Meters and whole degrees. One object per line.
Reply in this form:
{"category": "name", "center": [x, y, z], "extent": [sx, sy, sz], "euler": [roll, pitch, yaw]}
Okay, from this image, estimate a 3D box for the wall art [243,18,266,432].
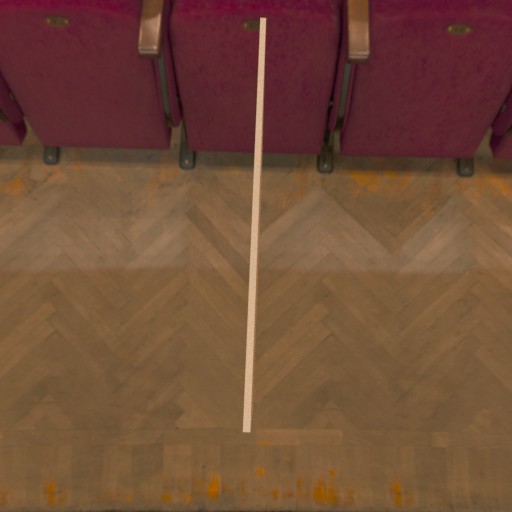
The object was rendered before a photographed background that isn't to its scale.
{"category": "wall art", "center": [0.000, 0.000, 1.208], "extent": [0.012, 0.809, 0.809], "euler": [2, 75, 1]}
